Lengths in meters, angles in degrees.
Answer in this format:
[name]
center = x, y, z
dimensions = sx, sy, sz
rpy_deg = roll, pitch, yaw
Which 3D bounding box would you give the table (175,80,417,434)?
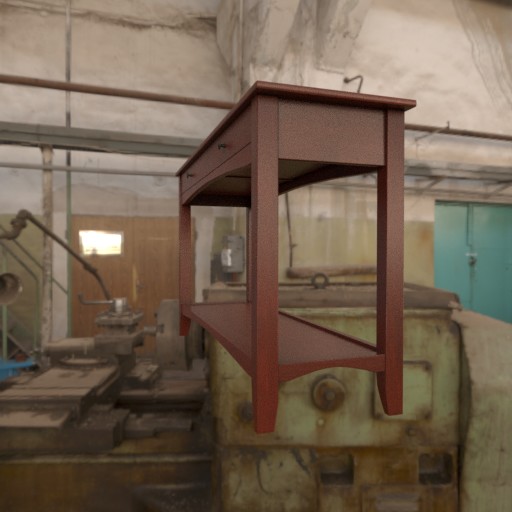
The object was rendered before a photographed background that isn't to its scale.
[table]
center = 0.000, 0.000, 1.531
dimensions = 0.392, 0.739, 1.188
rpy_deg = 0, 1, -18
